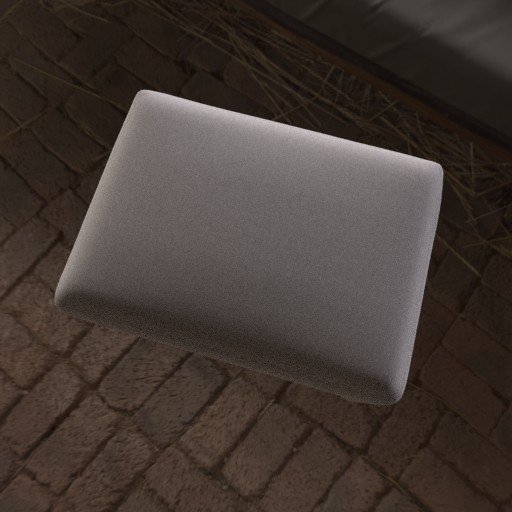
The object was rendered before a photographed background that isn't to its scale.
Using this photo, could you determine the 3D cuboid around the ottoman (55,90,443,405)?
[{"bbox_3d":[0.000,0.000,1.164,0.773,0.497,0.574,15,76,4],"label":"ottoman"}]
